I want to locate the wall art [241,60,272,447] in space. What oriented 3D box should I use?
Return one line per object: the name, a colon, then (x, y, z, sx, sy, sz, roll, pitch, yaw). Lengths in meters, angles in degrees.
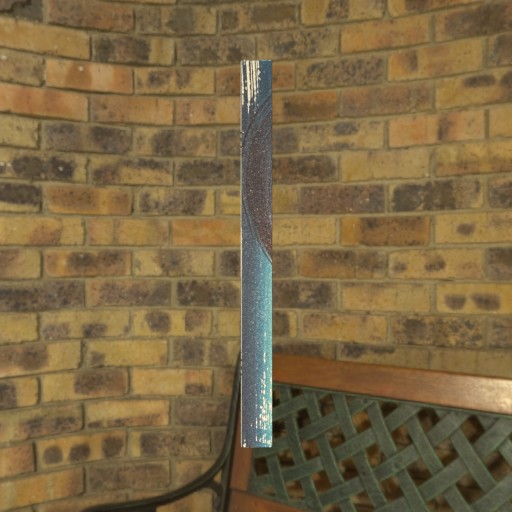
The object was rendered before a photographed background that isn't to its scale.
wall art: (0.000, 0.000, 0.769, 0.033, 0.406, 0.609, 0, -1, 0)
